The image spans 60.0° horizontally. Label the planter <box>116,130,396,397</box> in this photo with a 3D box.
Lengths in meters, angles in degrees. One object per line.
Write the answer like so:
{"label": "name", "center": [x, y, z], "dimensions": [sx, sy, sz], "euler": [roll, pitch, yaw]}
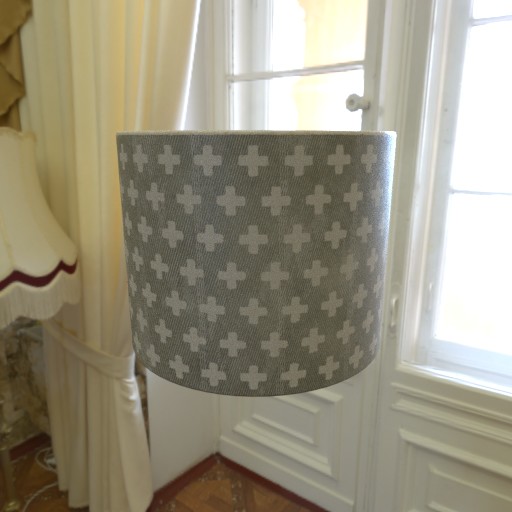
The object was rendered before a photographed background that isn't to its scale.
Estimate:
{"label": "planter", "center": [0.000, 0.000, 0.337], "dimensions": [0.190, 0.181, 0.190], "euler": [0, 15, 0]}
